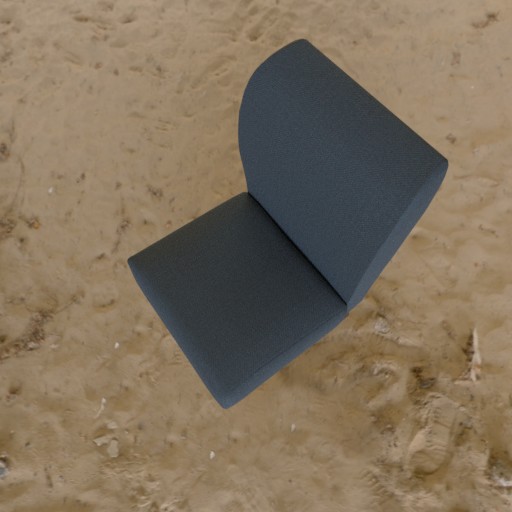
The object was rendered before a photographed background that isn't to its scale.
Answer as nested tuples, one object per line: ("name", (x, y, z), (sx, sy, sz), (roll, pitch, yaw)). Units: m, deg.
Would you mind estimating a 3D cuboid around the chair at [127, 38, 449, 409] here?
("chair", (0.000, 0.000, 1.183), (0.592, 0.804, 0.513), (-35, 68, -16))
